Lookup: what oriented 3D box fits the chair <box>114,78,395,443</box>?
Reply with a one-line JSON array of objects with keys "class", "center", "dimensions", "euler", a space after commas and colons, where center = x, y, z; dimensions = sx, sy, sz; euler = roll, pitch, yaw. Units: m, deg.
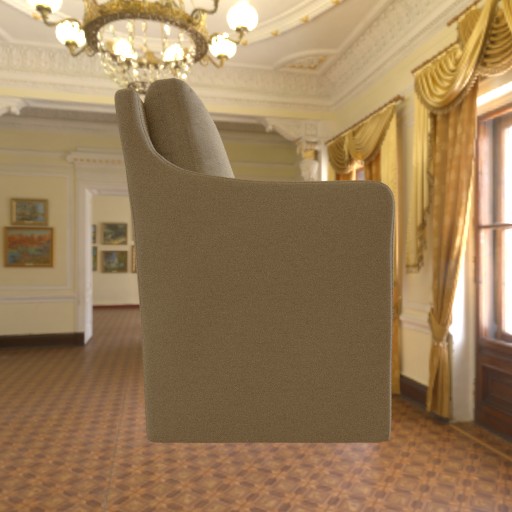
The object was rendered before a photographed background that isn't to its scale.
[{"class": "chair", "center": [0.000, 0.000, 1.355], "dimensions": [0.694, 0.914, 0.626], "euler": [0, 0, -1]}]
